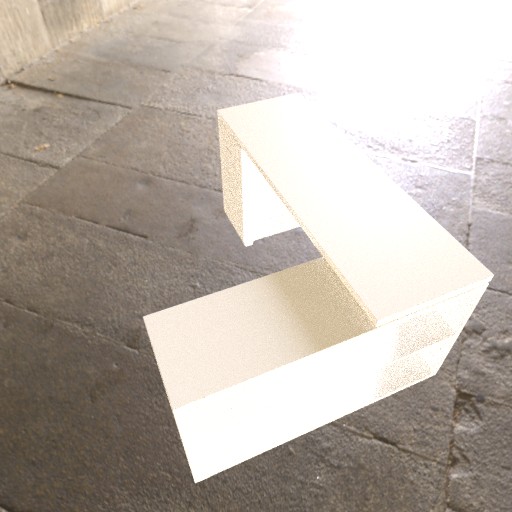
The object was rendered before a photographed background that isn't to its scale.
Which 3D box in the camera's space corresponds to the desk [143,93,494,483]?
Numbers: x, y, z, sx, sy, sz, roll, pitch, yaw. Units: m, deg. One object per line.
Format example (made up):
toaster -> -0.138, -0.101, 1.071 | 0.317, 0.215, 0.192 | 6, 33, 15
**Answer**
desk -> 0.000, 0.000, 2.181 | 1.199, 0.759, 1.524 | -18, 49, -16
